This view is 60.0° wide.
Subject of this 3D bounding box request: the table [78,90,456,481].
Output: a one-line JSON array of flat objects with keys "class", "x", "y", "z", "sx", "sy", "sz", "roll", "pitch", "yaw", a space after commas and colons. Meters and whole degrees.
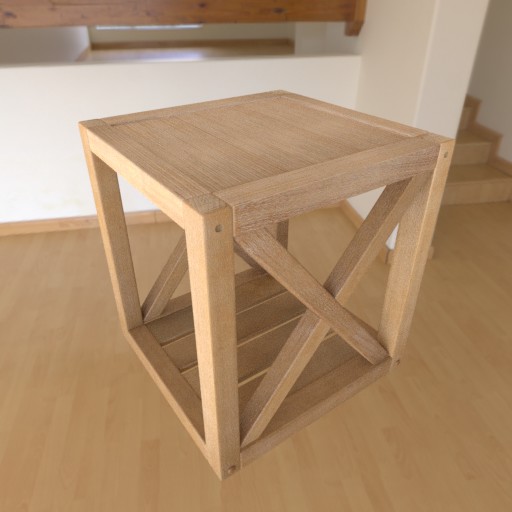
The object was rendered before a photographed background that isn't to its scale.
[{"class": "table", "x": 0.000, "y": 0.000, "z": 1.066, "sx": 0.559, "sy": 0.610, "sz": 0.558, "roll": -21, "pitch": 38, "yaw": -29}]
